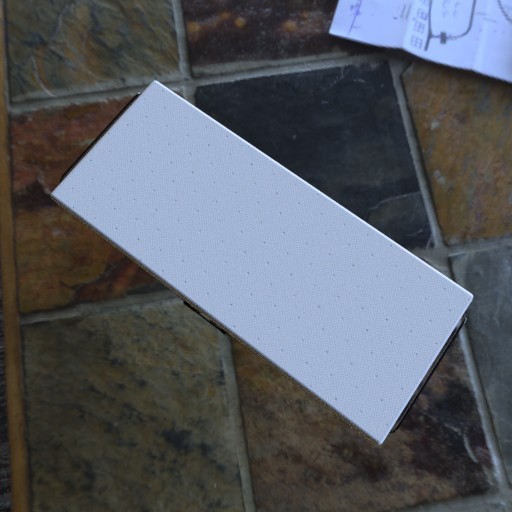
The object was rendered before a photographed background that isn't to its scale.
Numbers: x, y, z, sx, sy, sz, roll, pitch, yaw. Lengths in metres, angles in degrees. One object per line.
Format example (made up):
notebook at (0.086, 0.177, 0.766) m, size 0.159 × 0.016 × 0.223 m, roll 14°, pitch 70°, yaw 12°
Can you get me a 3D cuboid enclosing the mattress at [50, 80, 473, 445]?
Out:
mattress at (0.000, 0.000, 2.527) m, size 2.153 × 0.519 × 0.922 m, roll 36°, pitch 79°, yaw 8°
